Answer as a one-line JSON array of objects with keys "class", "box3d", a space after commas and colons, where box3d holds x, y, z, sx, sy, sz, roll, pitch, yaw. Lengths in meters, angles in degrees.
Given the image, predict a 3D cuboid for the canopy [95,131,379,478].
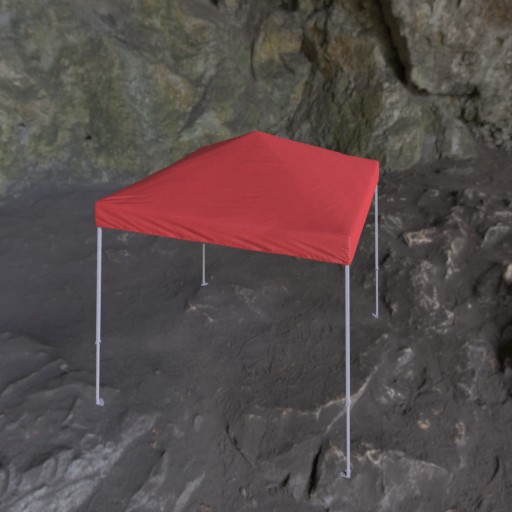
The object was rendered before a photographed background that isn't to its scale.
[{"class": "canopy", "box3d": [0.000, 0.000, 5.139, 2.849, 2.849, 2.848, 9, 28, 17]}]
